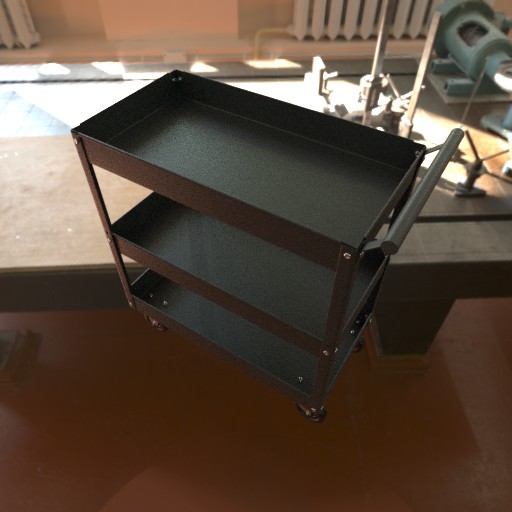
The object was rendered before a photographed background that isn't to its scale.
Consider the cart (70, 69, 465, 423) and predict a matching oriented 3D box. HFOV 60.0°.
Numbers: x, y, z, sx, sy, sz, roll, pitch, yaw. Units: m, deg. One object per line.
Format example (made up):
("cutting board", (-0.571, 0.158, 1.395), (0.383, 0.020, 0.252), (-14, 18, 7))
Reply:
("cart", (0.000, 0.000, 1.154), (0.719, 0.780, 0.366), (25, 51, 22))
